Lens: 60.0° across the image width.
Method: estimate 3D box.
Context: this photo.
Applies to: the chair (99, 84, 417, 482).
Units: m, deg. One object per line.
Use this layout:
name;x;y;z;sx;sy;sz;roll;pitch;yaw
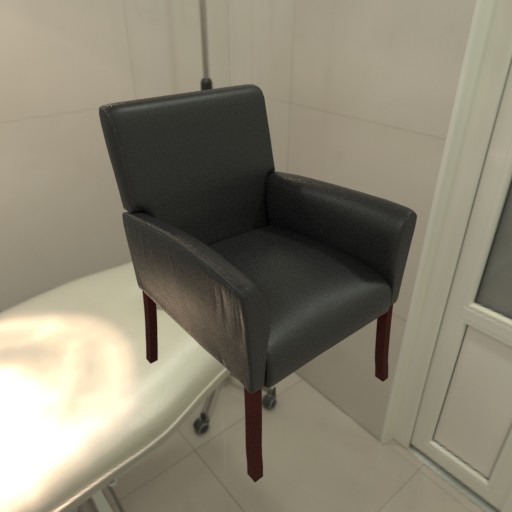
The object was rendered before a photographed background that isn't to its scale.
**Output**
chair;0.000;0.000;1.496;0.683;0.951;0.772;-23;37;-34
